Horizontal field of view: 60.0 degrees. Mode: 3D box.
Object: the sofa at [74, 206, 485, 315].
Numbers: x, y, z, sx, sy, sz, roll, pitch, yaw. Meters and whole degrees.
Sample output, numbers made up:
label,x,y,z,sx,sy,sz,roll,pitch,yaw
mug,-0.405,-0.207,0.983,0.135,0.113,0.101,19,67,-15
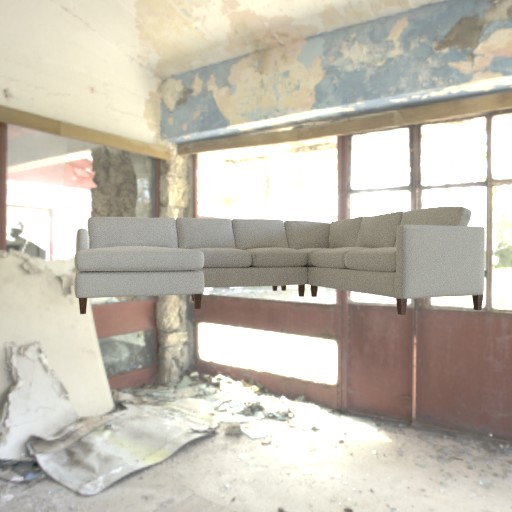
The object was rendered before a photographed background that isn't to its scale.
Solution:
label,x,y,z,sx,sy,sz,roll,pitch,yaw
sofa,0.000,0.000,4.527,3.459,0.956,2.593,0,1,-20
